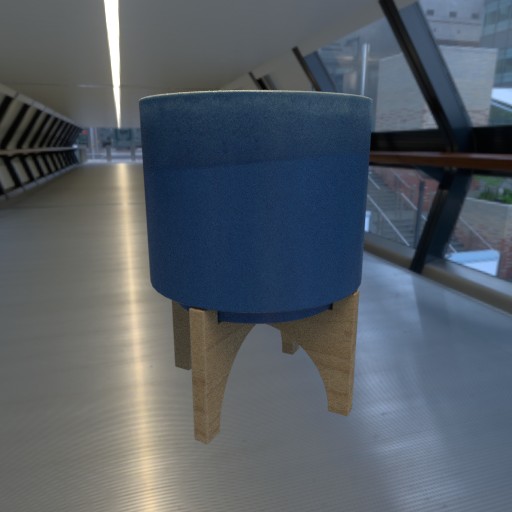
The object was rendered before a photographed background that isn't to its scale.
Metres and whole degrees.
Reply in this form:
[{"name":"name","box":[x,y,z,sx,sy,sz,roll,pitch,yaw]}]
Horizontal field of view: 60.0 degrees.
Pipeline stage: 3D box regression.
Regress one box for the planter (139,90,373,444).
[{"name":"planter","box":[0.000,0.000,0.557,0.261,0.367,0.261,0,15,0]}]
